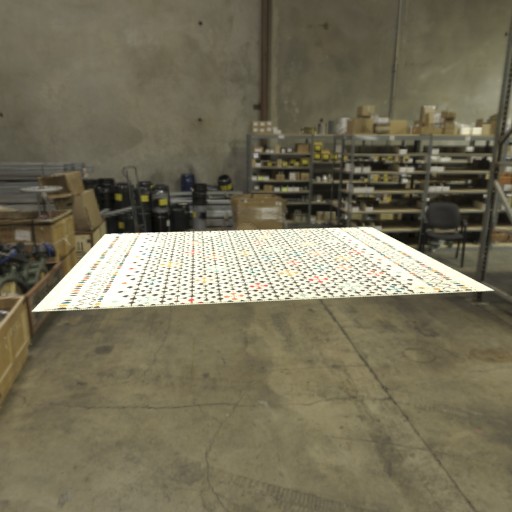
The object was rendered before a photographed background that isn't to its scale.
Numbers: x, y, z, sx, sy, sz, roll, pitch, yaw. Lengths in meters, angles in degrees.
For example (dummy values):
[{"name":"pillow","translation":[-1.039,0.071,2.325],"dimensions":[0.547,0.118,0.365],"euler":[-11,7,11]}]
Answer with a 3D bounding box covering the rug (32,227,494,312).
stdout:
[{"name":"rug","translation":[0.000,0.000,2.025],"dimensions":[1.556,0.006,1.146],"euler":[-2,15,-7]}]
